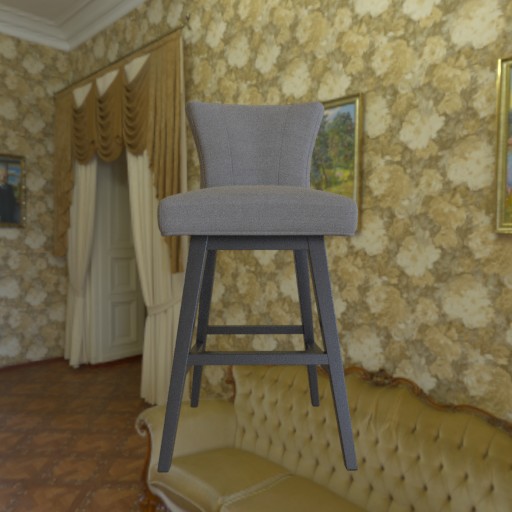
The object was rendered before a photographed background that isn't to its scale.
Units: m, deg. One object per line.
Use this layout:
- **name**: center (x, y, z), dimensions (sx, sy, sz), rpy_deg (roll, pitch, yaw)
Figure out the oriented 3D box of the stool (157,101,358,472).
- **stool**: center (0.000, 0.000, 1.391), dimensions (0.514, 1.086, 0.574), rpy_deg (0, 2, -1)
